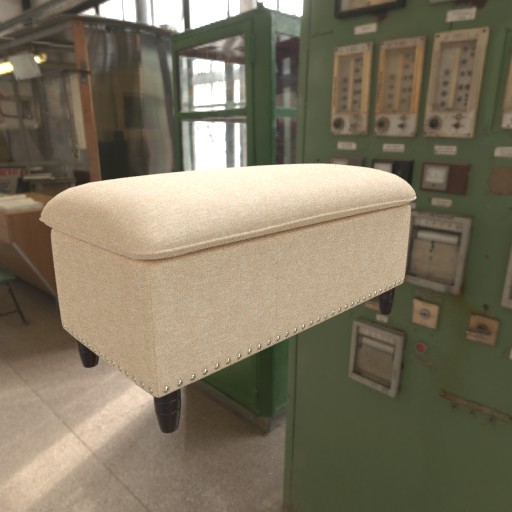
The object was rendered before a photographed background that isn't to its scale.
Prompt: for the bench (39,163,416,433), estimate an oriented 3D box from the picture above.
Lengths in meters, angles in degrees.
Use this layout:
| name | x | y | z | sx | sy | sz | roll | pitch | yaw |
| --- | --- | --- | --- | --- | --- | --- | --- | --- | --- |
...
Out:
| name | x | y | z | sx | sy | sz | roll | pitch | yaw |
| --- | --- | --- | --- | --- | --- | --- | --- | --- | --- |
| bench | 0.000 | 0.000 | 1.234 | 0.991 | 0.483 | 0.483 | -15 | 21 | -43 |
